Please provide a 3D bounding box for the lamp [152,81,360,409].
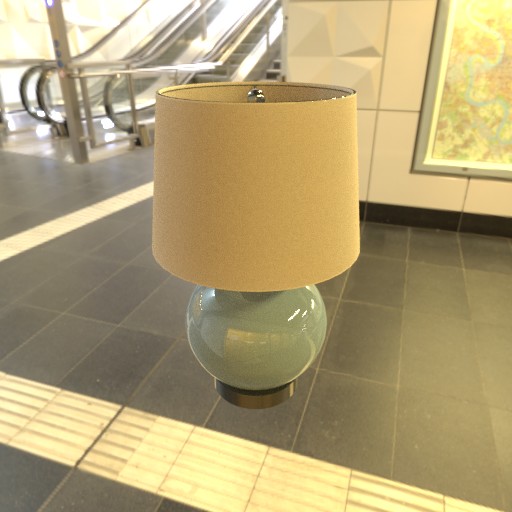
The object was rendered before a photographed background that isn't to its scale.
[{"bbox_3d":[0.000,0.000,0.547,0.247,0.387,0.247,0,26,0],"label":"lamp"}]
